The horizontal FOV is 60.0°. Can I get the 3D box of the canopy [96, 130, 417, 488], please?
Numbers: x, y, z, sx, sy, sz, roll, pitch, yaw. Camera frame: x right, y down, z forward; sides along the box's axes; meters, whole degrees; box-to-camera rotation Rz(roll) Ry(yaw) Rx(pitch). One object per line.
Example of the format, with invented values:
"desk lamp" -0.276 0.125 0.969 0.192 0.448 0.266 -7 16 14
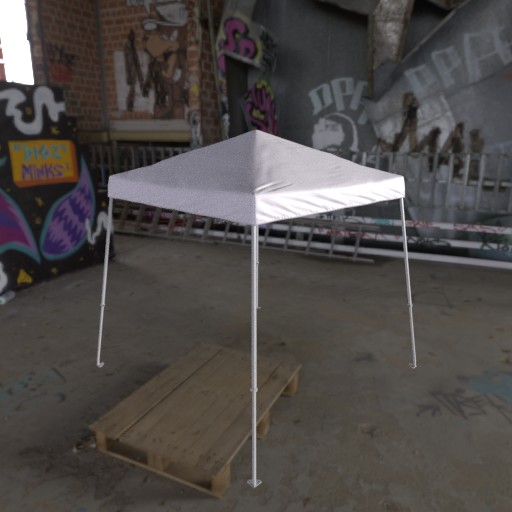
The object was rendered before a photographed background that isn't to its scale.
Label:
"canopy" 0.000 0.000 5.202 2.850 2.850 2.849 -14 21 -43
